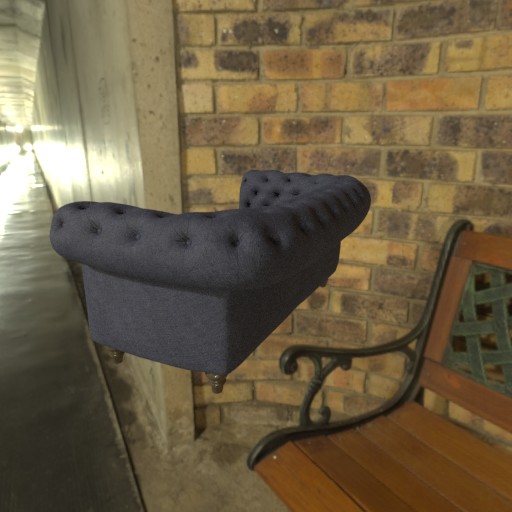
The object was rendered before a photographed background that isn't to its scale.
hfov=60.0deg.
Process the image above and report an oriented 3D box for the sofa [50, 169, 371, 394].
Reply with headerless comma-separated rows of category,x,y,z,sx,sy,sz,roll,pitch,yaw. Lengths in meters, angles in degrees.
sofa,0.000,0.000,2.589,1.082,0.833,1.988,8,18,25
